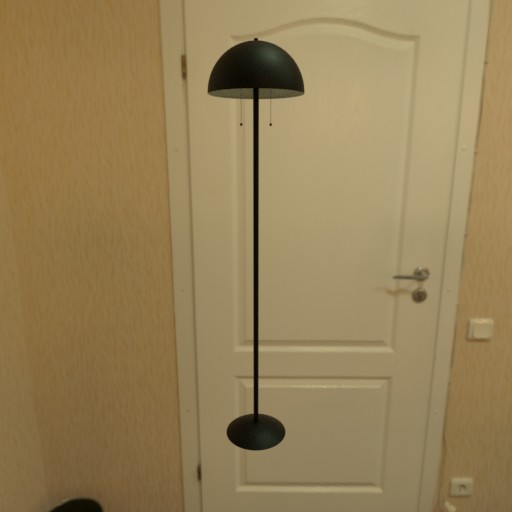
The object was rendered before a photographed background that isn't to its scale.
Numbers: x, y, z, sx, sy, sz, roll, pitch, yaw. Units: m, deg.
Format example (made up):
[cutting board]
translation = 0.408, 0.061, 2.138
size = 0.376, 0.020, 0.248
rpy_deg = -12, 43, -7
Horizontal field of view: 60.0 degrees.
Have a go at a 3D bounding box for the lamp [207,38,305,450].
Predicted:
[lamp]
translation = 0.000, 0.000, 1.642
size = 0.328, 1.480, 0.328
rpy_deg = -7, 16, -28
